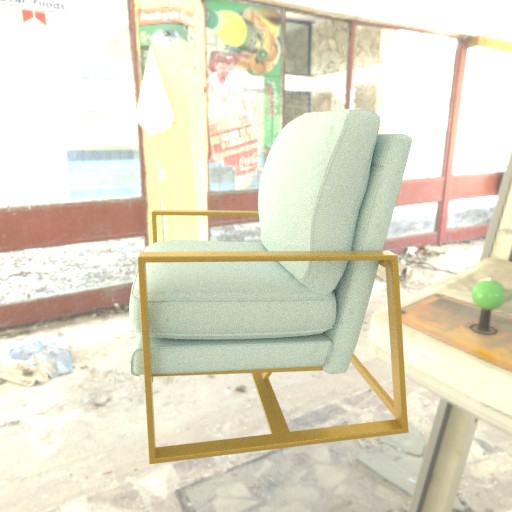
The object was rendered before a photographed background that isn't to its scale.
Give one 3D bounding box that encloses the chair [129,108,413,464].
[{"bbox_3d":[0.000,0.000,1.519,0.813,0.956,0.758,-3,15,-10],"label":"chair"}]
